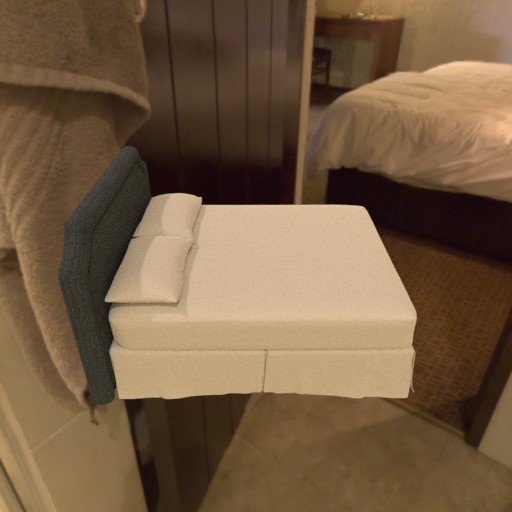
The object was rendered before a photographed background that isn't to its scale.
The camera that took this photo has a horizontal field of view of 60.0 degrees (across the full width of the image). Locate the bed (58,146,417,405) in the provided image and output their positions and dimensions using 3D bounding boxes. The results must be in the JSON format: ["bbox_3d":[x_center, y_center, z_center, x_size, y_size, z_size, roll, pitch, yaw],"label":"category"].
[{"bbox_3d":[0.000,0.000,3.417,2.208,1.297,1.828,0,32,0],"label":"bed"}]
